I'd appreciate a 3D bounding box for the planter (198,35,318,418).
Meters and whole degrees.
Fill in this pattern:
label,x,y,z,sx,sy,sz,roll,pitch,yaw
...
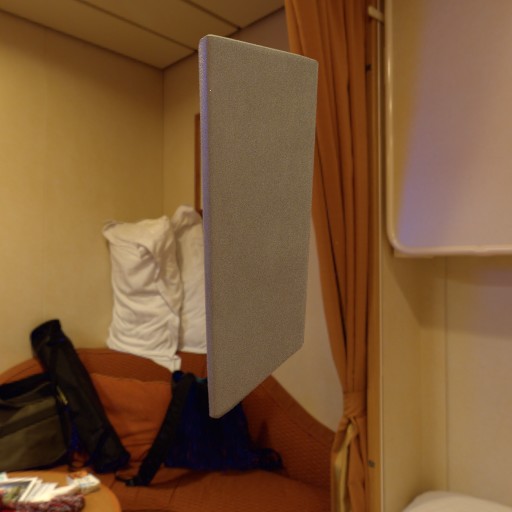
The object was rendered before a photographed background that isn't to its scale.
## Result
label,x,y,z,sx,sy,sz,roll,pitch,yaw
planter,0.000,0.000,0.274,0.060,0.197,0.150,0,-2,-2
